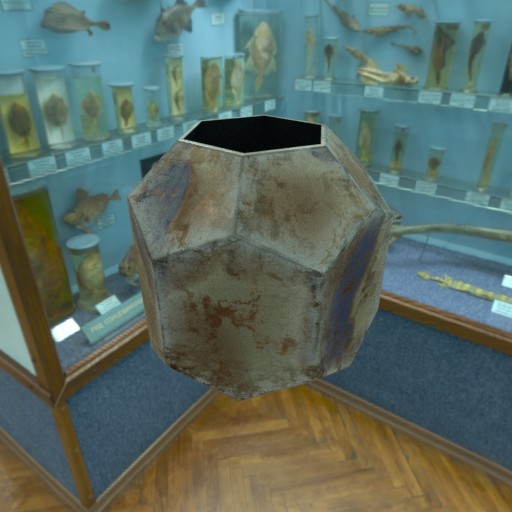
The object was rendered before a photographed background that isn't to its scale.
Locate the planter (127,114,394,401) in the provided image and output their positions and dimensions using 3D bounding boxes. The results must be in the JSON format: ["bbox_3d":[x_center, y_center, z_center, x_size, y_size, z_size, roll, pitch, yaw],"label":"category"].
[{"bbox_3d":[0.000,0.000,0.427,0.221,0.238,0.243,21,36,32],"label":"planter"}]
